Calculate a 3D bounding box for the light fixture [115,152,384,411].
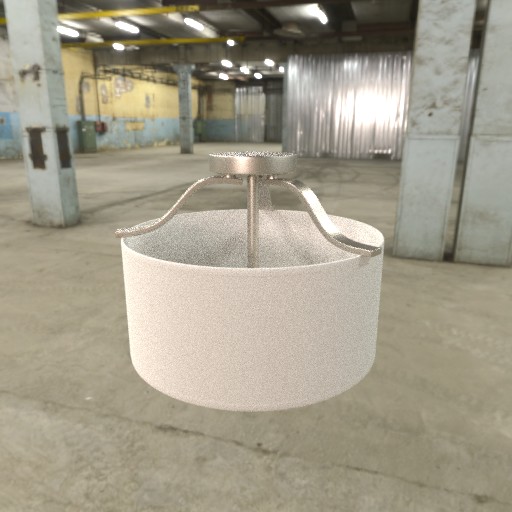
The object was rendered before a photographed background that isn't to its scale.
[{"bbox_3d":[0.000,0.000,0.674,0.395,0.304,0.395,0,16,0],"label":"light fixture"}]
